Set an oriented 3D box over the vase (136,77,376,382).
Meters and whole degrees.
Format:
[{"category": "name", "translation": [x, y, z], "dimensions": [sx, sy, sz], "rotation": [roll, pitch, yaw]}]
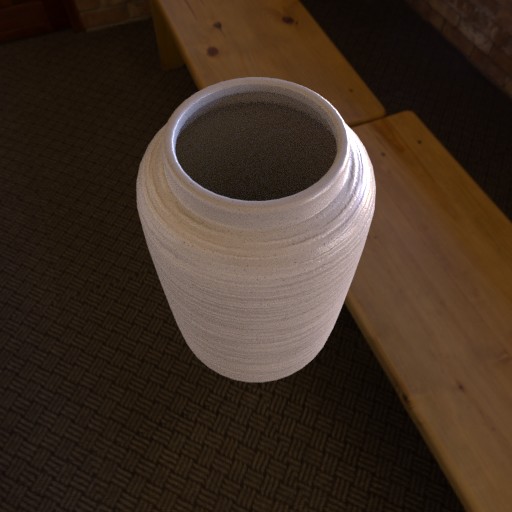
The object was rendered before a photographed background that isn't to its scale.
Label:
[{"category": "vase", "translation": [0.000, 0.000, 0.466], "dimensions": [0.202, 0.335, 0.202], "rotation": [0, 58, 0]}]
